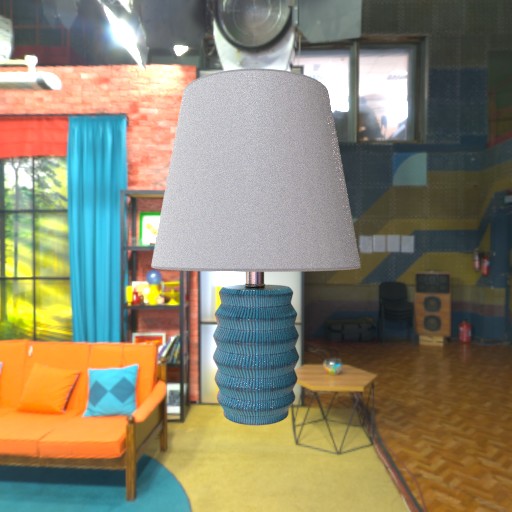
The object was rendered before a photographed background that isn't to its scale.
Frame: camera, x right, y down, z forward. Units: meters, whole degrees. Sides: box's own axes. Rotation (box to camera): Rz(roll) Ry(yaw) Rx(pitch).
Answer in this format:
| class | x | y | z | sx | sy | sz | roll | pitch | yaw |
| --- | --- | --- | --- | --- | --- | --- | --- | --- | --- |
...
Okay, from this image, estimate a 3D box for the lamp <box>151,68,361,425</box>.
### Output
| class | x | y | z | sx | sy | sz | roll | pitch | yaw |
| --- | --- | --- | --- | --- | --- | --- | --- | --- | --- |
| lamp | 0.000 | 0.000 | 0.552 | 0.254 | 0.392 | 0.254 | 0 | 1 | 0 |
